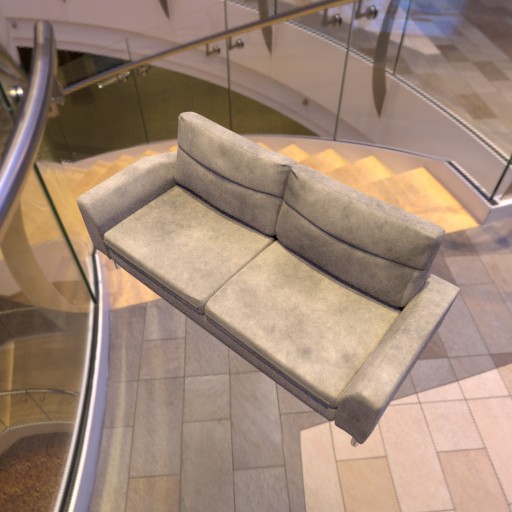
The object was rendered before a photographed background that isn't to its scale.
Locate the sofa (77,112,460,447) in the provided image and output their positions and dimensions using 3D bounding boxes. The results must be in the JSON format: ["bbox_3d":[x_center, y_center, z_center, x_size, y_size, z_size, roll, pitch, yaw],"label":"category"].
[{"bbox_3d":[0.000,0.000,2.310,1.837,0.859,0.849,31,55,25],"label":"sofa"}]
